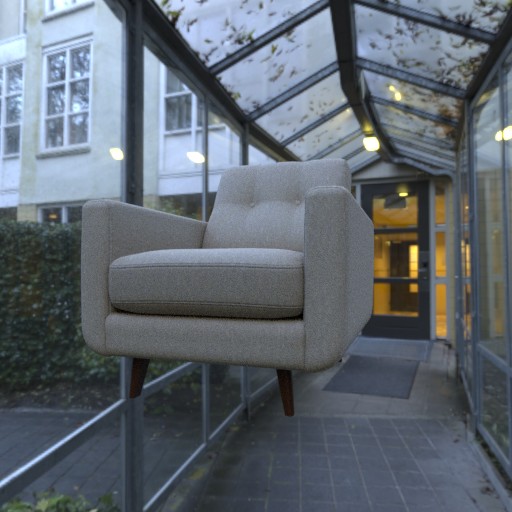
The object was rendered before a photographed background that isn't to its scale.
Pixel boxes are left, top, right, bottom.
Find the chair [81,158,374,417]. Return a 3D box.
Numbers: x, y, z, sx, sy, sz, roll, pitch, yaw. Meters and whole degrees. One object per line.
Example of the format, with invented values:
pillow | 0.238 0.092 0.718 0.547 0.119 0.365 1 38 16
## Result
chair | 0.000 0.000 1.842 0.897 0.965 1.128 -1 -2 19
